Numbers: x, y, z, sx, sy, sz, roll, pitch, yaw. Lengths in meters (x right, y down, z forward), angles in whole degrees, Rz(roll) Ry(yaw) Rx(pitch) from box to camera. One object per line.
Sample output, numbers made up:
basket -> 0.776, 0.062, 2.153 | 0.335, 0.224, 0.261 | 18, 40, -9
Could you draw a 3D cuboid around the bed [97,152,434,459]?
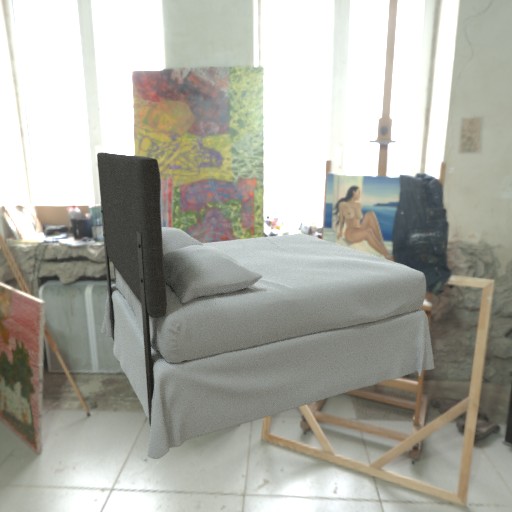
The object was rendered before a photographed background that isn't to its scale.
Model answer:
bed -> 0.000, 0.000, 3.479 | 2.222, 1.577, 1.936 | -7, 16, -26
